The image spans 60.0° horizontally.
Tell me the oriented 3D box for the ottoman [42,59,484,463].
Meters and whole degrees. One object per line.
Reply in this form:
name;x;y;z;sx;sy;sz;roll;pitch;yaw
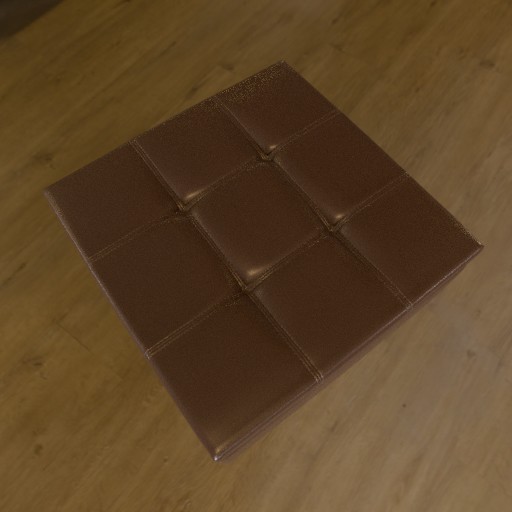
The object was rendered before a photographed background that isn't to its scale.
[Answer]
ottoman;0.000;0.000;1.267;0.787;0.460;0.788;-34;69;-15
